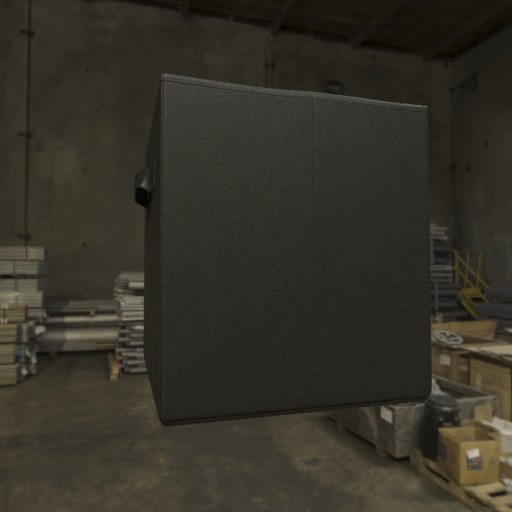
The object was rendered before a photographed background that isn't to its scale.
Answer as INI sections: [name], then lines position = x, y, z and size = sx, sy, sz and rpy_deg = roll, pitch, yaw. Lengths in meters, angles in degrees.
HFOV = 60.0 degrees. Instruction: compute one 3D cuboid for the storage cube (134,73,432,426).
[storage cube]
position = 0.000, 0.000, 0.507
size = 0.270, 0.280, 0.270
rpy_deg = 1, -2, -17
